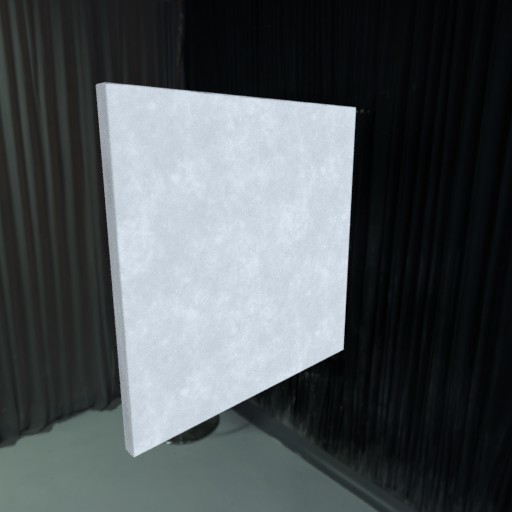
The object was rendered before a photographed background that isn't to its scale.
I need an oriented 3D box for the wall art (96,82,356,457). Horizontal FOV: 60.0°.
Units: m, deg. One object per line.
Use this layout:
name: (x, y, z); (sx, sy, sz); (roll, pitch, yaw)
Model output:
wall art: (0.000, 0.000, 0.450); (0.303, 0.303, 0.015); (-13, 19, -42)
